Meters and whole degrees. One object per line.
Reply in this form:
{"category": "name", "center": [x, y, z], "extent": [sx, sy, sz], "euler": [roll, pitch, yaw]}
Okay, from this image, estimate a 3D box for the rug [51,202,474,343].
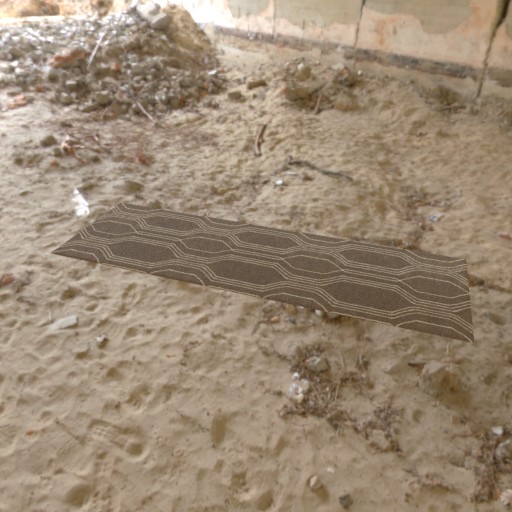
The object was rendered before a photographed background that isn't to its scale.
{"category": "rug", "center": [0.000, 0.000, 2.754], "extent": [2.464, 0.012, 0.773], "euler": [10, 34, 16]}
